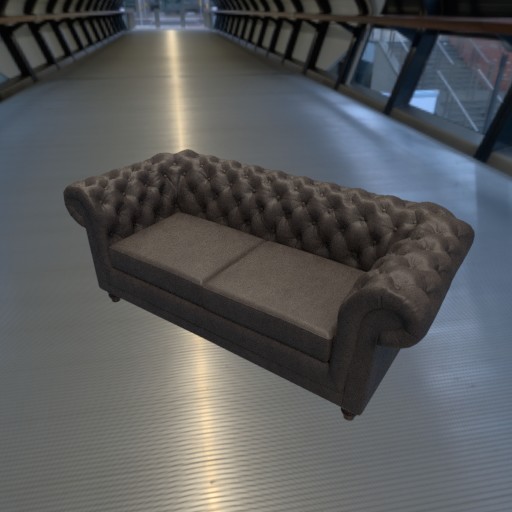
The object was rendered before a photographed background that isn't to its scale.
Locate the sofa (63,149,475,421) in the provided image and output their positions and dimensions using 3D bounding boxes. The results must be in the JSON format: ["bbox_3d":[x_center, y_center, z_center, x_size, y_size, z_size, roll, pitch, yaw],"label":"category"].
[{"bbox_3d":[0.000,0.000,2.473,2.048,0.779,0.944,19,35,30],"label":"sofa"}]
